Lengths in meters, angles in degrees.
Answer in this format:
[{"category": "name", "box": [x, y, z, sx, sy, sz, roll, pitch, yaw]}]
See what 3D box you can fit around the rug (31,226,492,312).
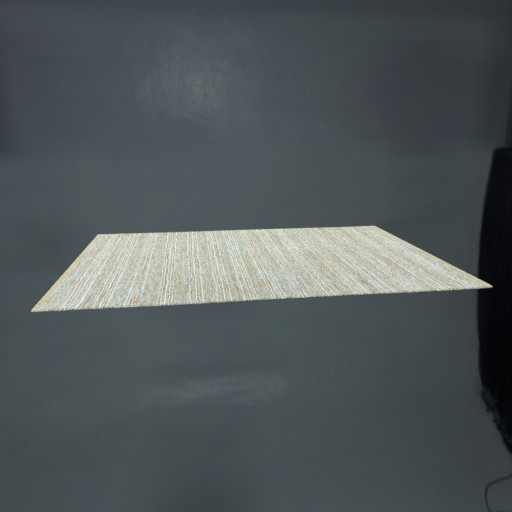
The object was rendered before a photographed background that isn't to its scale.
[{"category": "rug", "box": [0.000, 0.000, 2.314, 1.824, 0.010, 1.240, -2, 16, -8]}]
